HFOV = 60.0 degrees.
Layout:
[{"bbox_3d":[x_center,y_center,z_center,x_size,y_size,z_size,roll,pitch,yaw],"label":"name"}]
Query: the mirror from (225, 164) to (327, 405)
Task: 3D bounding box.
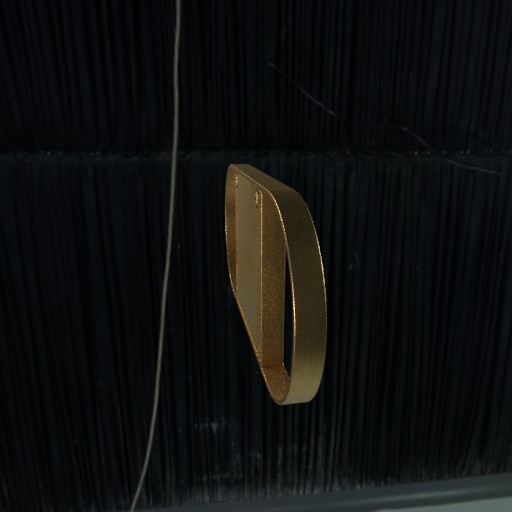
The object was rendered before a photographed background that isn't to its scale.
[{"bbox_3d":[0.000,0.000,0.695,0.032,0.254,0.584,-3,17,-10],"label":"mirror"}]
